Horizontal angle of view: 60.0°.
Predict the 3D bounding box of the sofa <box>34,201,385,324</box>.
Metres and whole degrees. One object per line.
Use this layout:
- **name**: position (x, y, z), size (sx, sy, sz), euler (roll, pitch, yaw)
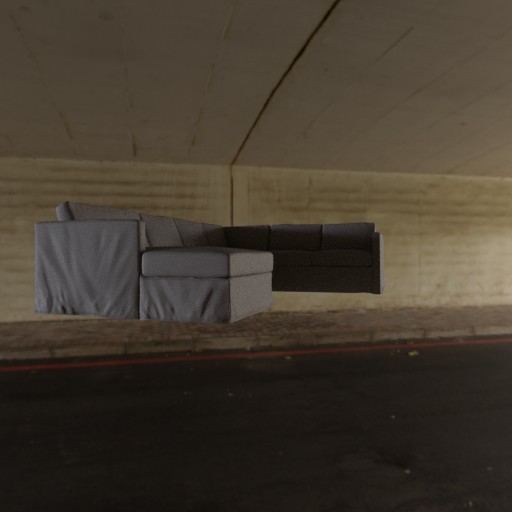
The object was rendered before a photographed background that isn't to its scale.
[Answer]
- **sofa**: position (0.000, 0.000, 4.637), size (2.476, 0.878, 3.528), euler (0, 0, 18)
